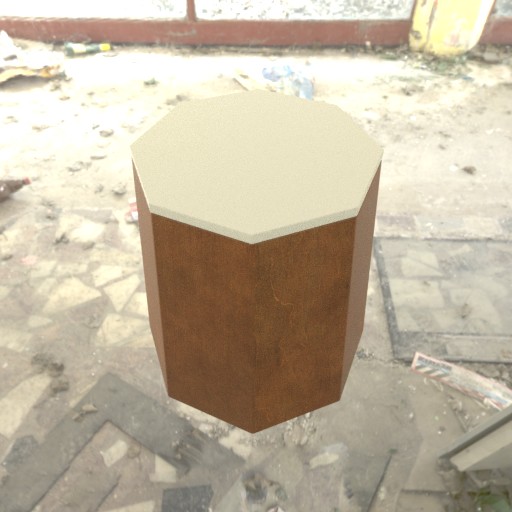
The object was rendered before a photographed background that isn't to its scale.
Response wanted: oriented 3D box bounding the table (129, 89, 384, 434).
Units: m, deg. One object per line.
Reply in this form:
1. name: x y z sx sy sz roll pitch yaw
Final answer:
1. table: 0.000 0.000 0.810 0.439 0.457 0.439 16 48 15
